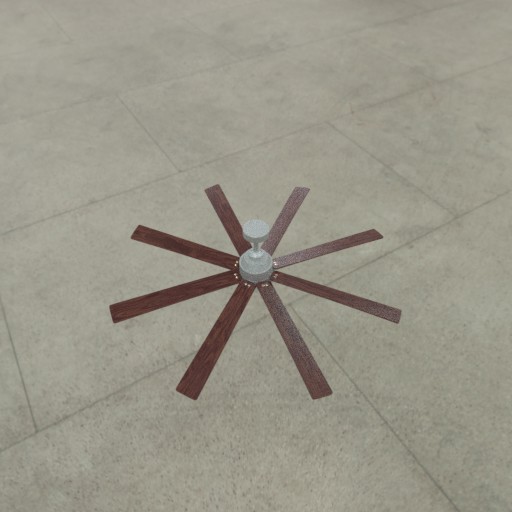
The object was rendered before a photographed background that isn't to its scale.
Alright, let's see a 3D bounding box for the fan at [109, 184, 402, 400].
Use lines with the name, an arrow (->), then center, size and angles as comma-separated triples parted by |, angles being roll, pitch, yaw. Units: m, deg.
fan -> 0.000, 0.000, 2.727 | 1.830, 0.472, 1.830 | 17, 49, 15
